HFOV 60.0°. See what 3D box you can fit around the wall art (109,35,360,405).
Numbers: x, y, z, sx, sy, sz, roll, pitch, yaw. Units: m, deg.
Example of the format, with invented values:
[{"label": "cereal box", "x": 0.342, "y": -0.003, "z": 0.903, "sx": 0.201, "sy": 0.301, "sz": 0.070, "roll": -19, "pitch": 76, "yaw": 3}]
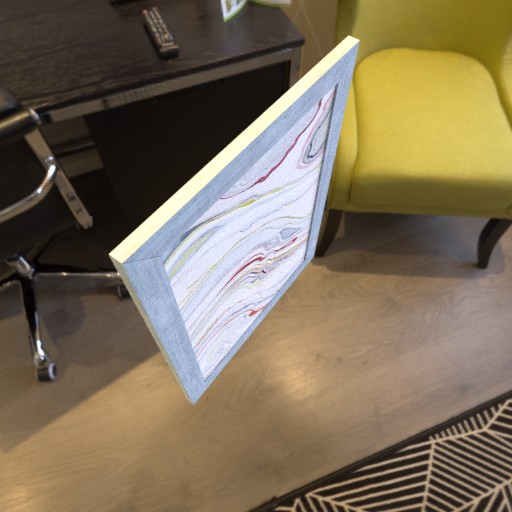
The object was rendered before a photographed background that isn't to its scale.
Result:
[{"label": "wall art", "x": 0.000, "y": 0.000, "z": 0.819, "sx": 0.020, "sy": 0.613, "sz": 0.481, "roll": 33, "pitch": 64, "yaw": 18}]
